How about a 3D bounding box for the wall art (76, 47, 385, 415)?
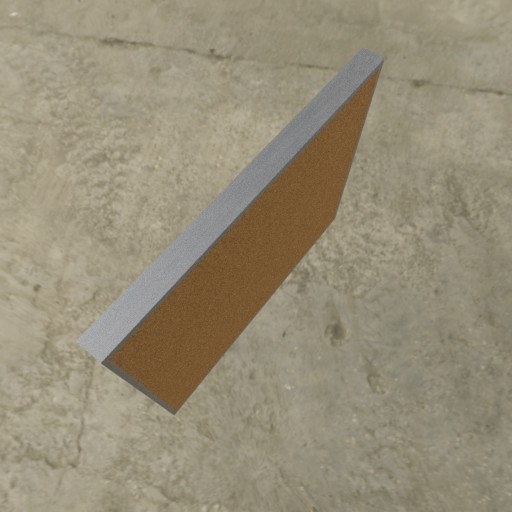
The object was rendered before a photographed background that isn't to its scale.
[{"bbox_3d":[0.000,0.000,0.752,0.037,0.450,0.557,35,69,16],"label":"wall art"}]
